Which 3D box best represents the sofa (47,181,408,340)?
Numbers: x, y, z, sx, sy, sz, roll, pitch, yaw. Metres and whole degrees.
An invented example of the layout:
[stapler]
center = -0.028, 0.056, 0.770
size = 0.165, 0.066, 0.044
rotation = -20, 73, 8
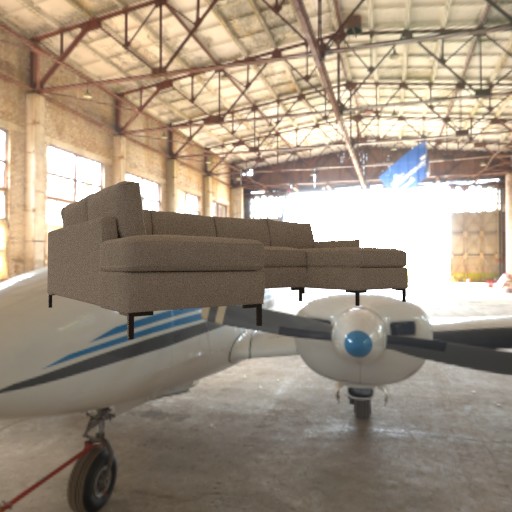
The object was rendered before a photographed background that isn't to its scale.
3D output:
[sofa]
center = 0.000, 0.000, 3.775
size = 2.984, 0.862, 1.989
rotation = 1, -1, -36
